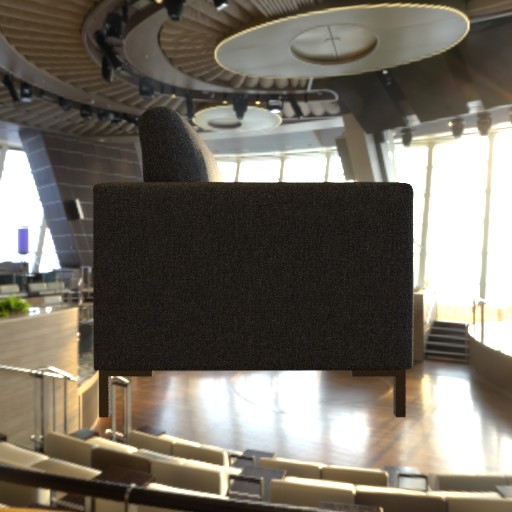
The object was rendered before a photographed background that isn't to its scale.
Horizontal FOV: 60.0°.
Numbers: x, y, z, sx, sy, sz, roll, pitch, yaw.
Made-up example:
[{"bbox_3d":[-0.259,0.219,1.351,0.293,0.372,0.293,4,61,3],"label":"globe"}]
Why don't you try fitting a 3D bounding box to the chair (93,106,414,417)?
[{"bbox_3d":[0.000,0.000,1.621,0.866,0.861,0.963,0,0,0],"label":"chair"}]
